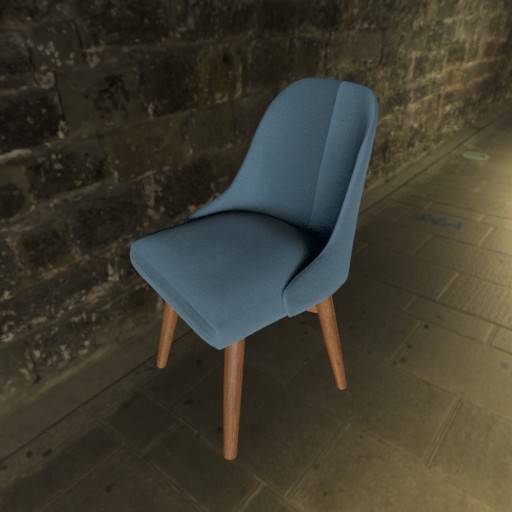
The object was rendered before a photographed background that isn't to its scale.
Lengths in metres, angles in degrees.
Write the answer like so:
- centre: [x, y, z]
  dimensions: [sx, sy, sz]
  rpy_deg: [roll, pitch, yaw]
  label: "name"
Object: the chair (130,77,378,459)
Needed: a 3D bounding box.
- centre: [0.000, 0.000, 1.256]
  dimensions: [0.589, 0.882, 0.503]
  rpy_deg: [-20, 36, -30]
  label: "chair"
